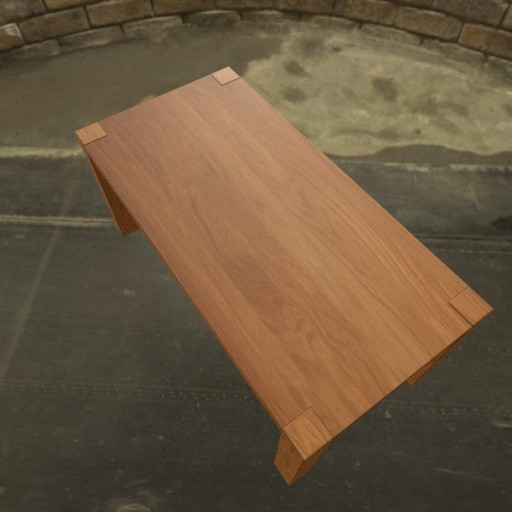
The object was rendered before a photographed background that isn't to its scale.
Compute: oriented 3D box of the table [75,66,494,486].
[{"bbox_3d":[0.000,0.000,2.224,0.900,0.760,1.800,-31,62,-18],"label":"table"}]
